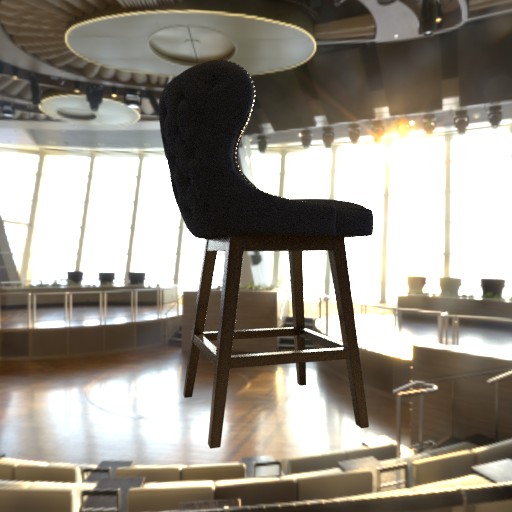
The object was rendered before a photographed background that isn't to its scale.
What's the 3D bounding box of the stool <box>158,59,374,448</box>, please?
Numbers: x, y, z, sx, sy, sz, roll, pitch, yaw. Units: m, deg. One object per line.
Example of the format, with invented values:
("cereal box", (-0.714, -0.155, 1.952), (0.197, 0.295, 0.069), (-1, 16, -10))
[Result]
("stool", (0.000, 0.000, 1.390), (0.597, 0.972, 0.615), (0, 0, -18))
